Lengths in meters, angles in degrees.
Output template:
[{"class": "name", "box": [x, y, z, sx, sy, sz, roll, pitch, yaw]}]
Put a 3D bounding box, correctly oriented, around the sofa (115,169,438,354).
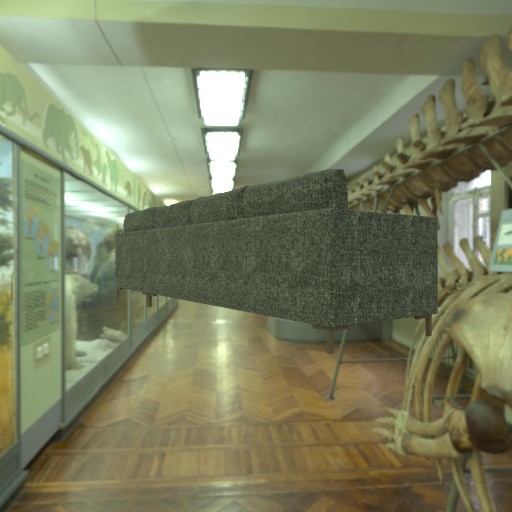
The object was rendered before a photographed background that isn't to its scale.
[{"class": "sofa", "box": [0.000, 0.000, 4.001, 1.488, 0.970, 3.384, 0, 0, -35]}]
